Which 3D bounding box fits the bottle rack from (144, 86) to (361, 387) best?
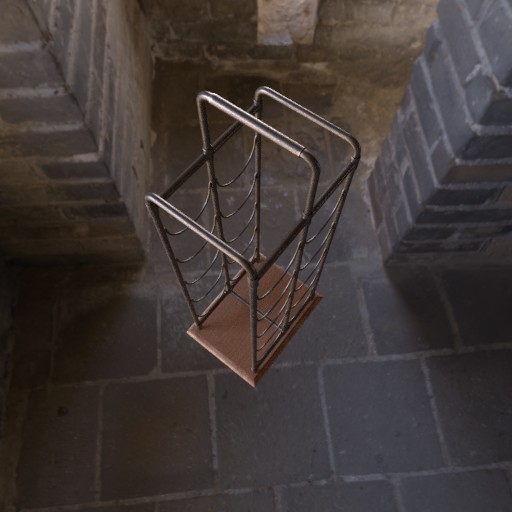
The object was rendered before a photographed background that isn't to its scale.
[{"bbox_3d":[0.000,0.000,0.790,0.208,0.680,0.276,35,69,16],"label":"bottle rack"}]
